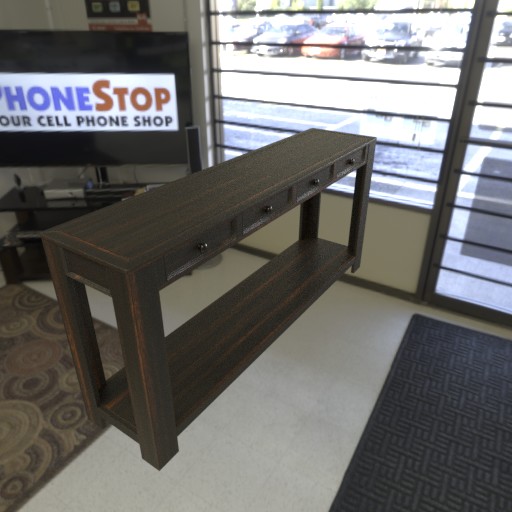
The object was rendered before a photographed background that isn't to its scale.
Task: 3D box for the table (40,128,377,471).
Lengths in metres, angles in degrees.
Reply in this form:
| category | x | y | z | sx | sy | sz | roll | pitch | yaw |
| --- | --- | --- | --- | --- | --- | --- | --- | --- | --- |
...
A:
| category | x | y | z | sx | sy | sz | roll | pitch | yaw |
| --- | --- | --- | --- | --- | --- | --- | --- | --- | --- |
| table | 0.000 | 0.000 | 1.942 | 0.384 | 0.762 | 1.631 | 18 | 34 | 30 |
